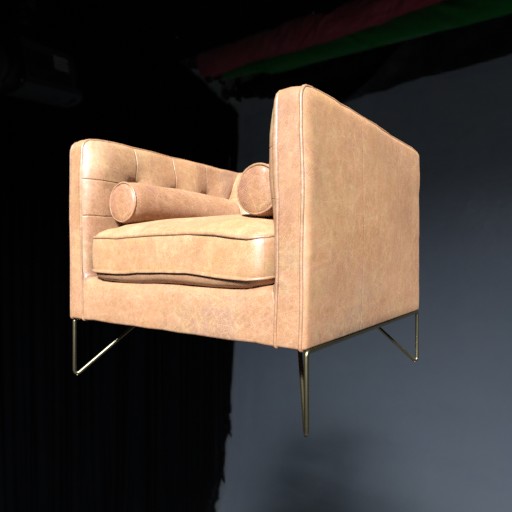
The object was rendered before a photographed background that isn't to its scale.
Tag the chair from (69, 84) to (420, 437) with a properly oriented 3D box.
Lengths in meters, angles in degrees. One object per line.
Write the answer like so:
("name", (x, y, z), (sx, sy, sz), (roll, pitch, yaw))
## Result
("chair", (0.000, 0.000, 1.577), (0.920, 0.797, 0.912), (0, 0, 35))
